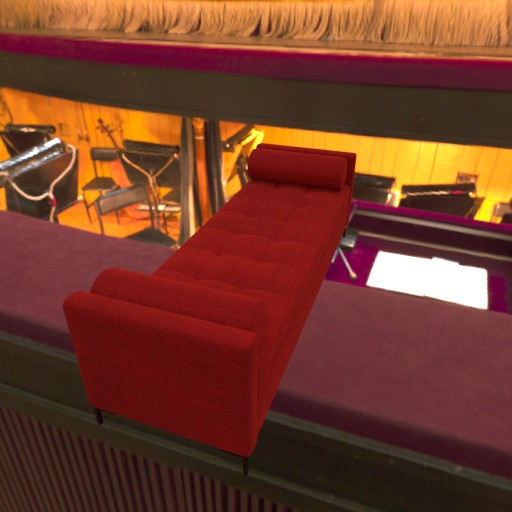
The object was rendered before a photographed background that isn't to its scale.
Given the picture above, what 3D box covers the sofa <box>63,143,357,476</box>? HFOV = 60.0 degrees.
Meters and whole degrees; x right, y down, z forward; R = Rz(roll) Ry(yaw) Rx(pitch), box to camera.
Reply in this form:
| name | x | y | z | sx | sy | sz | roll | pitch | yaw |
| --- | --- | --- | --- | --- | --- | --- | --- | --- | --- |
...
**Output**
| name | x | y | z | sx | sy | sz | roll | pitch | yaw |
| --- | --- | --- | --- | --- | --- | --- | --- | --- | --- |
| sofa | 0.000 | 0.000 | 2.341 | 0.686 | 0.635 | 1.981 | 11 | 32 | 17 |
